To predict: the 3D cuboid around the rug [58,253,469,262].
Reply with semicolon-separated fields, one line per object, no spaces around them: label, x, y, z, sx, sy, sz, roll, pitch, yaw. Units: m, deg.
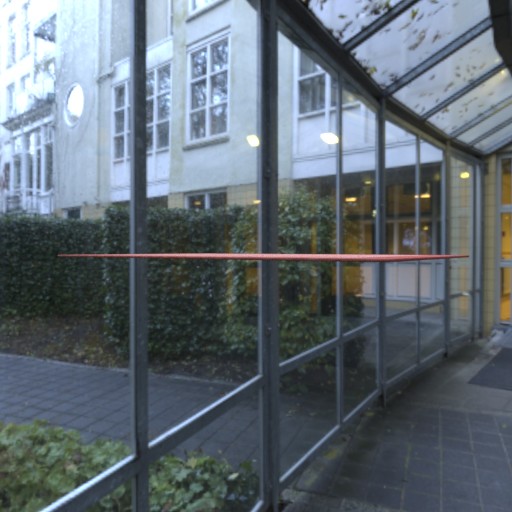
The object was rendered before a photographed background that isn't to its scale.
rug;0.000;0.000;3.088;2.438;0.014;1.524;1;1;36
